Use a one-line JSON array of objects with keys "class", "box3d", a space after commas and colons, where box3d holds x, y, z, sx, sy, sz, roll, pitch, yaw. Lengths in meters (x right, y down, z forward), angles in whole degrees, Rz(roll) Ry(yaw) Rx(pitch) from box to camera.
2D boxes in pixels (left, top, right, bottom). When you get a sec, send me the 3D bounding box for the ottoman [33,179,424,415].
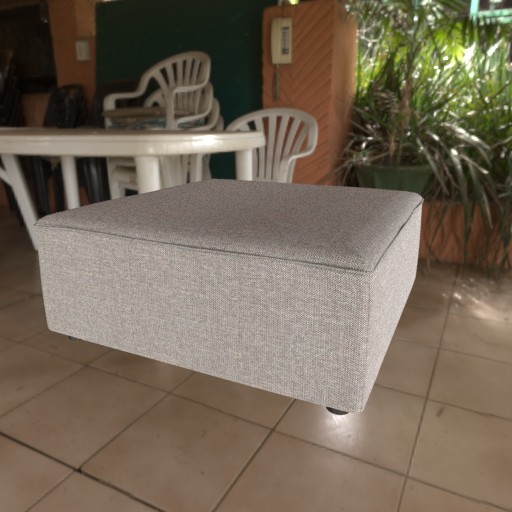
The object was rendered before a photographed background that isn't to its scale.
[{"class": "ottoman", "box3d": [0.000, 0.000, 1.575, 1.023, 0.423, 1.017, 8, 19, 25]}]
